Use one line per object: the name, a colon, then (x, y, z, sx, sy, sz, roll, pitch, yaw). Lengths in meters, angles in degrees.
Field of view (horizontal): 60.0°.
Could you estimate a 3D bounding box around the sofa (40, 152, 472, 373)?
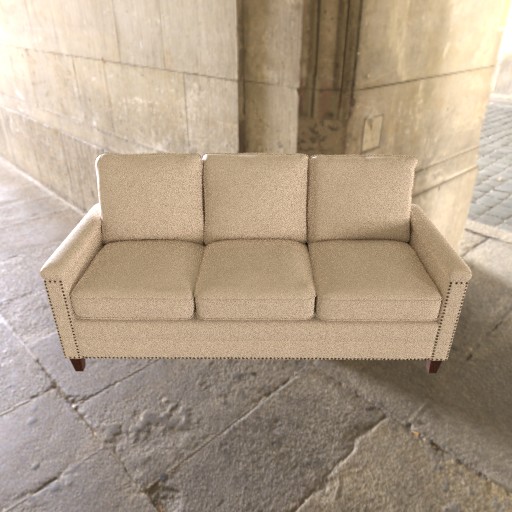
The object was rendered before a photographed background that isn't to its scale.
sofa: (0.000, 0.000, 2.364, 1.925, 0.961, 0.828, 0, 29, 0)
